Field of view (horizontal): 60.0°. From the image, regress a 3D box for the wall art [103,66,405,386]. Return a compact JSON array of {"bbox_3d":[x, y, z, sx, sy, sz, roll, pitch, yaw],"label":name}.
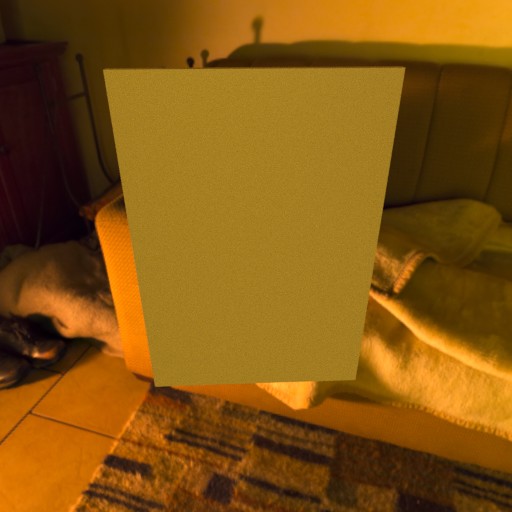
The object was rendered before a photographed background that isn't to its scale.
[{"bbox_3d":[0.000,0.000,0.601,0.325,0.474,0.010,-1,31,-2],"label":"wall art"}]
